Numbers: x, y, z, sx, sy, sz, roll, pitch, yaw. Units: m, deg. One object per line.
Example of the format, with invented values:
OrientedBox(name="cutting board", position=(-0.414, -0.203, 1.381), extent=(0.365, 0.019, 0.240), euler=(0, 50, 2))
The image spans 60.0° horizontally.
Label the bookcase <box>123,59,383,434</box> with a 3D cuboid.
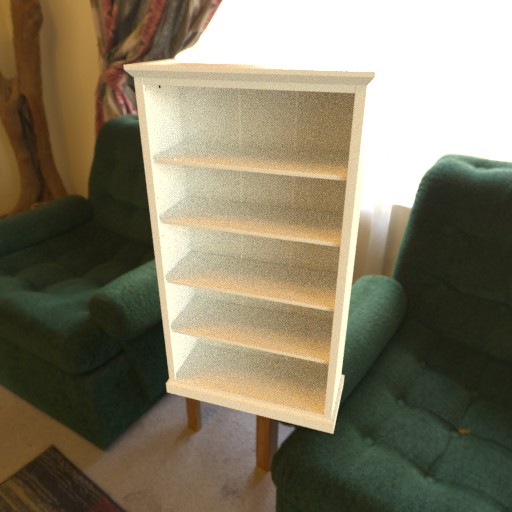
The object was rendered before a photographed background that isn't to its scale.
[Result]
OrientedBox(name="bookcase", position=(0.000, 0.000, 2.360), extent=(1.050, 1.880, 0.432), euler=(8, 29, 16))
